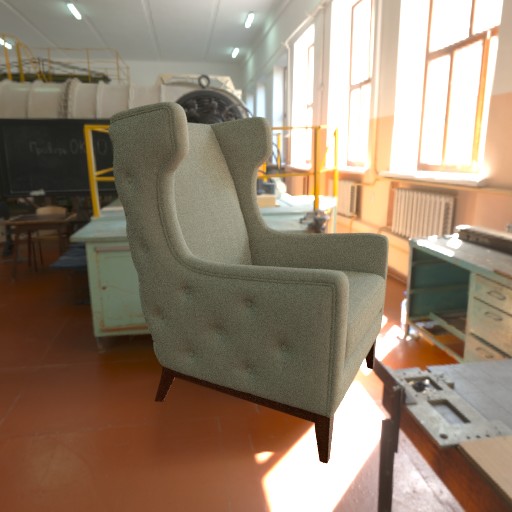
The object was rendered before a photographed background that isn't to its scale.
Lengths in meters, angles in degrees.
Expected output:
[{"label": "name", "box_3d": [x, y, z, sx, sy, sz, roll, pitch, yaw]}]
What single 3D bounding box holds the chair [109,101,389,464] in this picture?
[{"label": "chair", "box_3d": [0.000, 0.000, 1.704, 0.899, 1.079, 0.778, 6, 14, 25]}]
